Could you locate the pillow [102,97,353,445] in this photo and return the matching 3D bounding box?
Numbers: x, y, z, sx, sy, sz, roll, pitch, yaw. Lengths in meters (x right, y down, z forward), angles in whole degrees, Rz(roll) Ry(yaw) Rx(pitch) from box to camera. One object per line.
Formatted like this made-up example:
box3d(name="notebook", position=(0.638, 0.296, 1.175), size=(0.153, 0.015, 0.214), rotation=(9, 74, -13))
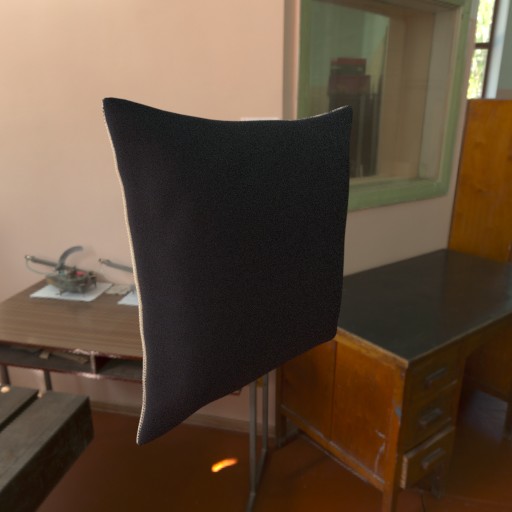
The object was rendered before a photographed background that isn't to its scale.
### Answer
box3d(name="pillow", position=(0.000, 0.000, 0.776), size=(0.520, 0.508, 0.166), rotation=(-16, 23, -42))
